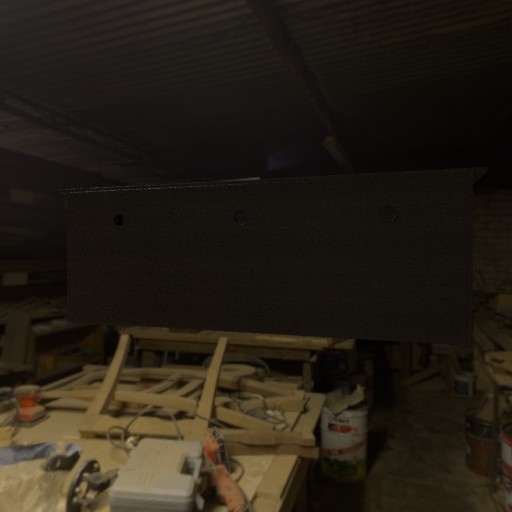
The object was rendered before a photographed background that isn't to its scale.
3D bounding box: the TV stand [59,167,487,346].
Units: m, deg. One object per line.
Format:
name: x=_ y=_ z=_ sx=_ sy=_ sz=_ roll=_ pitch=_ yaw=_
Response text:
TV stand: x=0.000 y=0.000 z=1.970 sx=1.778 sy=0.610 sz=0.406 roll=0 pitch=1 yaw=18
